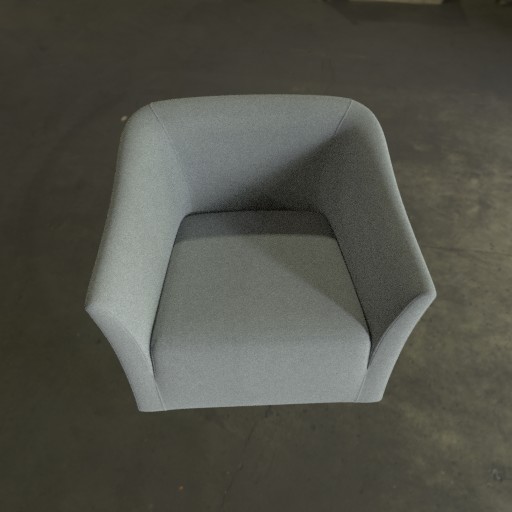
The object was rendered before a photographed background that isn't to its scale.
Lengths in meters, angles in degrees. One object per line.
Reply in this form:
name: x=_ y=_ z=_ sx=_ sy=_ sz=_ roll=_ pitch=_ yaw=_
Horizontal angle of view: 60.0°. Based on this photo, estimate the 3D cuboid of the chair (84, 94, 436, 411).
chair: x=0.000 y=0.000 z=1.366 sx=0.790 sy=0.720 sz=0.700 roll=-2 pitch=46 yaw=-2
